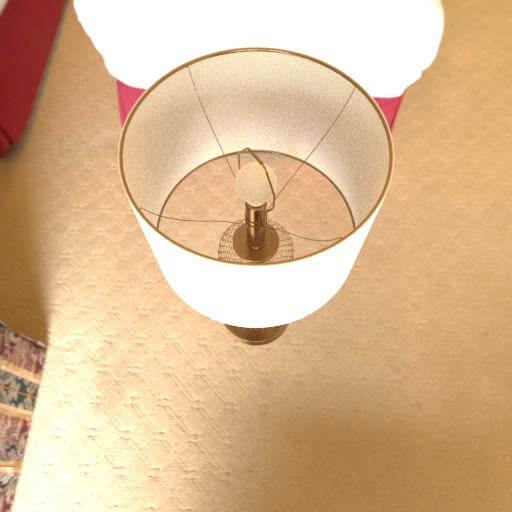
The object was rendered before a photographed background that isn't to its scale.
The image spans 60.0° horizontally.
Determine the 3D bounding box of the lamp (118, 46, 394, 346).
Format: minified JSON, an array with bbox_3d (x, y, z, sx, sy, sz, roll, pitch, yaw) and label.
[{"bbox_3d":[0.000,0.000,0.624,0.252,0.483,0.252,-32,68,-15],"label":"lamp"}]
